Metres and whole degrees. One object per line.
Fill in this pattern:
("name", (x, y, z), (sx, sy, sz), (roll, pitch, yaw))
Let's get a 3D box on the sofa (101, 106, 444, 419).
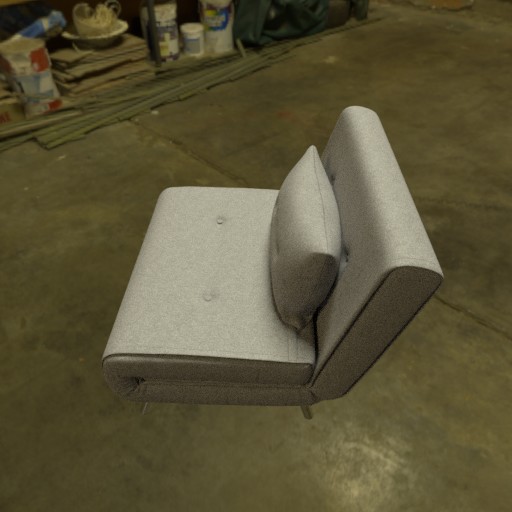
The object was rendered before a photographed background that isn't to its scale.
("sofa", (0.000, 0.000, 1.750), (1.000, 0.825, 1.020), (1, 41, 1))
